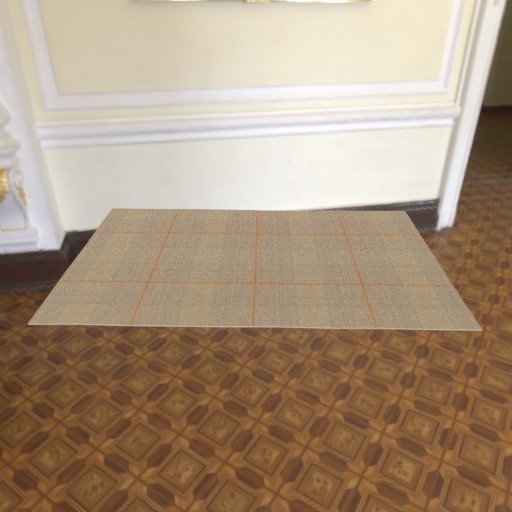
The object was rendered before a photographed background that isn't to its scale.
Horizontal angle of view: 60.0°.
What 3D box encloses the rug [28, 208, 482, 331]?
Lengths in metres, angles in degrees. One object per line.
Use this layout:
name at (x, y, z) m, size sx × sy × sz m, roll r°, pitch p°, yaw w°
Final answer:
rug at (0.000, 0.000, 3.035) m, size 2.442 × 0.016 × 1.527 m, roll 1°, pitch 30°, yaw 1°
